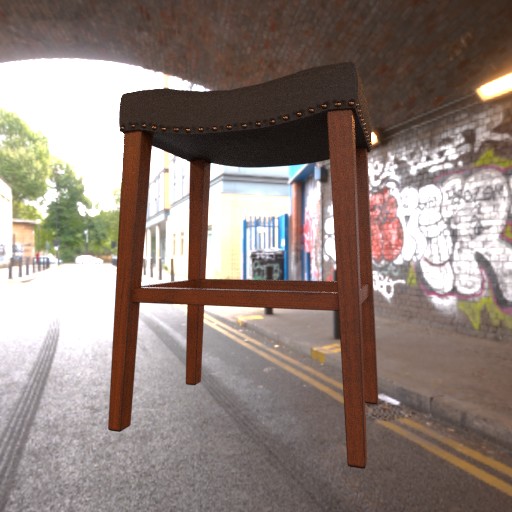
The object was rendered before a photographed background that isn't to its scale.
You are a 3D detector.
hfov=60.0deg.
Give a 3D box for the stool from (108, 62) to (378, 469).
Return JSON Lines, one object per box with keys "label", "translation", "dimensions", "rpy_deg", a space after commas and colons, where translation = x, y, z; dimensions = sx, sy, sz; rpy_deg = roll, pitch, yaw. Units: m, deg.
{"label": "stool", "translation": [0.000, 0.000, 0.856], "dimensions": [0.439, 0.612, 0.320], "rpy_deg": [0, 0, 19]}
